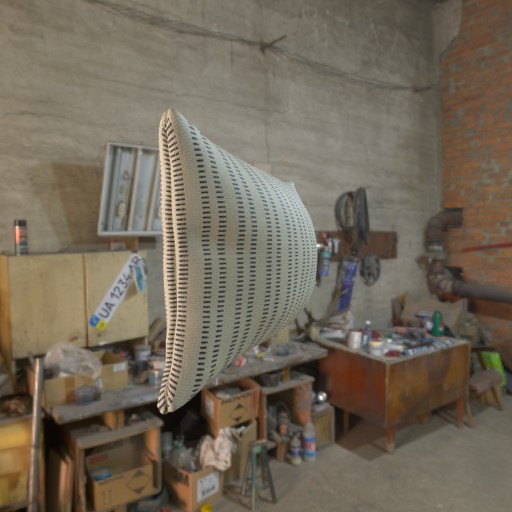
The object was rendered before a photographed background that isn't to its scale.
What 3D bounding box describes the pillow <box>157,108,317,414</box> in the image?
[{"bbox_3d":[0.000,0.000,0.806,0.210,0.353,0.640,0,1,17],"label":"pillow"}]
